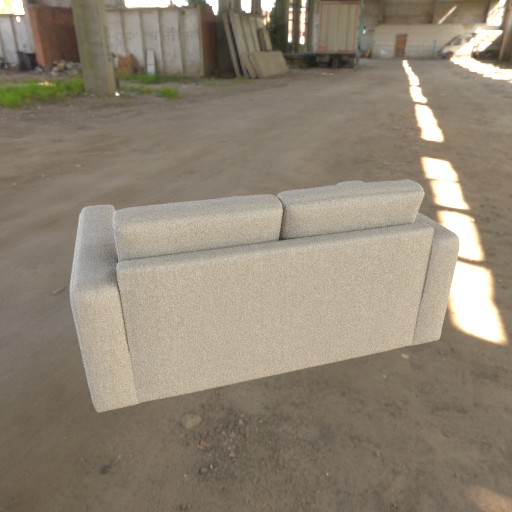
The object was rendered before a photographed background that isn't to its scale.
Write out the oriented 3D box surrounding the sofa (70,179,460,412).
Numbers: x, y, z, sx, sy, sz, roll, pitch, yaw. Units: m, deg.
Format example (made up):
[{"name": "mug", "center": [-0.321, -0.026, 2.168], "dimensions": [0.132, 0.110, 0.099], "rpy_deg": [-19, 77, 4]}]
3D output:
[{"name": "sofa", "center": [0.000, 0.000, 2.073], "dimensions": [1.540, 0.800, 0.900], "rpy_deg": [-8, 27, -15]}]
